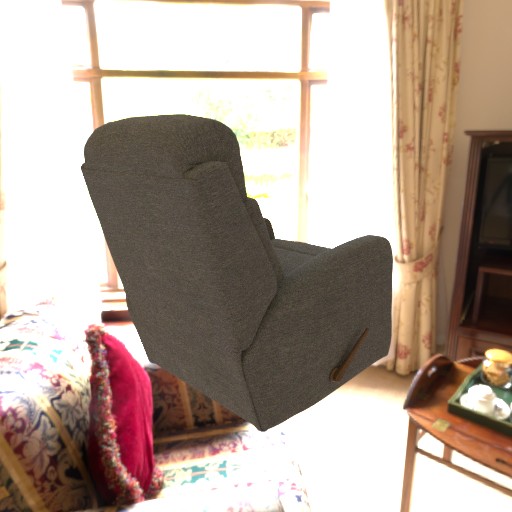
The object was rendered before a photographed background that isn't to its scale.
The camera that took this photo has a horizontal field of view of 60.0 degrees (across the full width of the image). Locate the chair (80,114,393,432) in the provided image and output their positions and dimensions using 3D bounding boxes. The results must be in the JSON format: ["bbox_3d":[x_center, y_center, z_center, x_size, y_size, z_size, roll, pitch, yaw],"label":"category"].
[{"bbox_3d":[0.000,0.000,1.715,1.043,1.013,0.798,-14,20,-43],"label":"chair"}]
